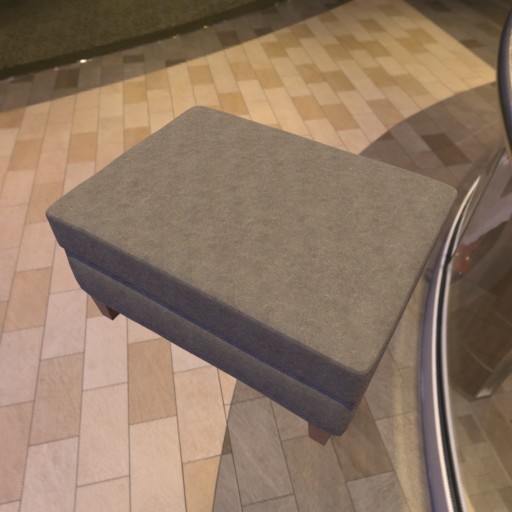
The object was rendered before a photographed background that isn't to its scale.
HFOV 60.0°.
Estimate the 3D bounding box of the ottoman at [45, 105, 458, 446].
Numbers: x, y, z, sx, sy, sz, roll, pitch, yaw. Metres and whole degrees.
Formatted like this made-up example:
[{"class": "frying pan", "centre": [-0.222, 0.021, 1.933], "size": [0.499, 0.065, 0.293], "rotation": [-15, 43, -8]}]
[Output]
[{"class": "ottoman", "centre": [0.000, 0.000, 1.238], "size": [0.839, 0.464, 0.639], "rotation": [24, 51, 21]}]
